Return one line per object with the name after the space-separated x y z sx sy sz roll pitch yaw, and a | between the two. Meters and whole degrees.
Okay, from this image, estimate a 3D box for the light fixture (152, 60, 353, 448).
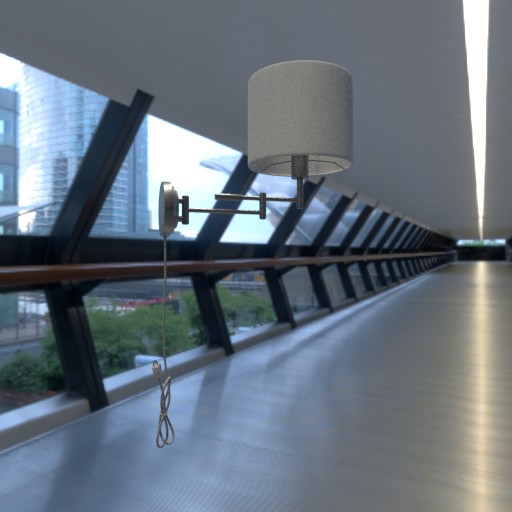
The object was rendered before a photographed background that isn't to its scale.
0.000 0.000 1.040 0.479 0.842 0.253 0 -1 -19 | light fixture
